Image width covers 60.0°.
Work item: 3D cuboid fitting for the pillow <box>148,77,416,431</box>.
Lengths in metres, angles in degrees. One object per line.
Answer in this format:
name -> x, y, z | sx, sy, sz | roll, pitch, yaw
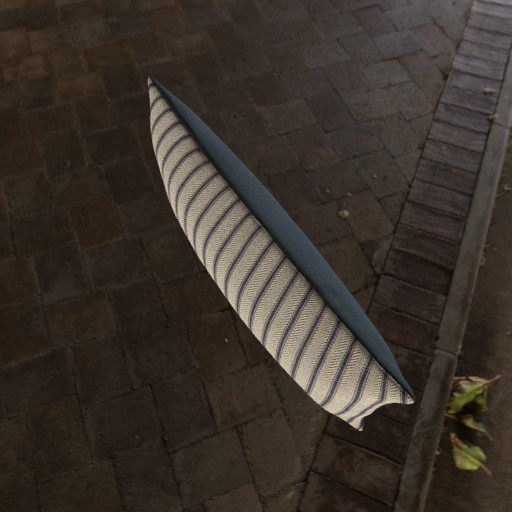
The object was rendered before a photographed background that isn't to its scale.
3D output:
pillow -> 0.000, 0.000, 0.718 | 0.151, 0.305, 0.609 | -31, 67, -15
